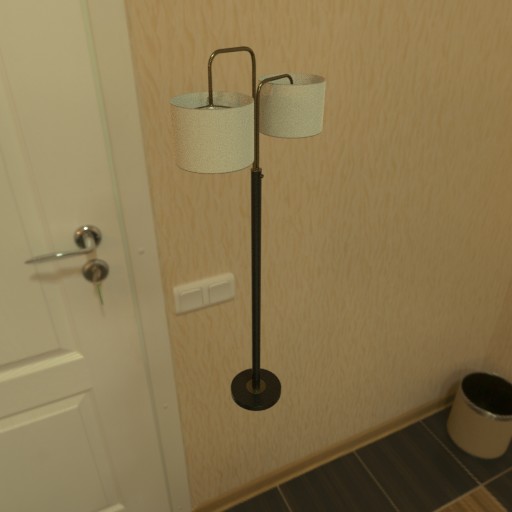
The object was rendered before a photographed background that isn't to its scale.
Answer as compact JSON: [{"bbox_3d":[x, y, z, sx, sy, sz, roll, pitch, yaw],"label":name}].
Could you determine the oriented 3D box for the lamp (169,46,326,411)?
[{"bbox_3d":[0.000,0.000,1.833,0.254,1.587,0.711,20,36,30],"label":"lamp"}]
